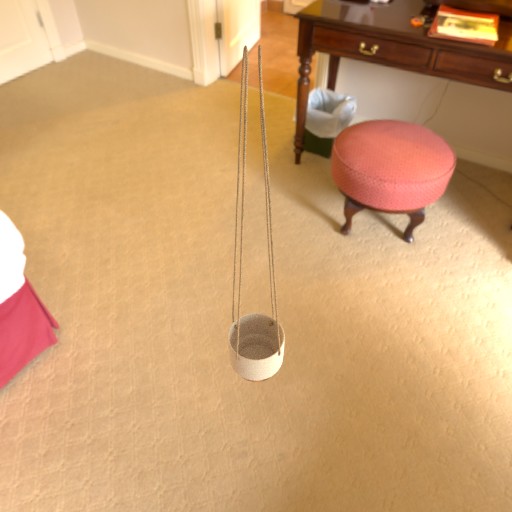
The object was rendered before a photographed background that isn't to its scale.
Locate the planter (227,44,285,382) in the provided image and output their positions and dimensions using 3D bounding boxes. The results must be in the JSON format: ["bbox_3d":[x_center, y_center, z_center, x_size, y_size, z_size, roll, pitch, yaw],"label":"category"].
[{"bbox_3d":[0.000,0.000,0.918,0.146,0.841,0.146,-5,46,-5],"label":"planter"}]
